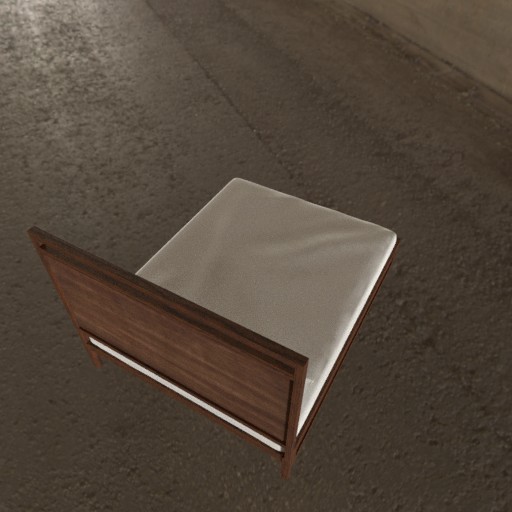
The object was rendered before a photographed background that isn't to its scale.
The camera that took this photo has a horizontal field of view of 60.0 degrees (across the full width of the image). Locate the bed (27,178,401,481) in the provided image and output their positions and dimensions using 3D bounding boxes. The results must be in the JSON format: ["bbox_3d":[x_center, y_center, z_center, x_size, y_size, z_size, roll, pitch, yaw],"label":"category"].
[{"bbox_3d":[0.000,0.000,3.439,1.765,1.487,2.218,22,50,20],"label":"bed"}]
